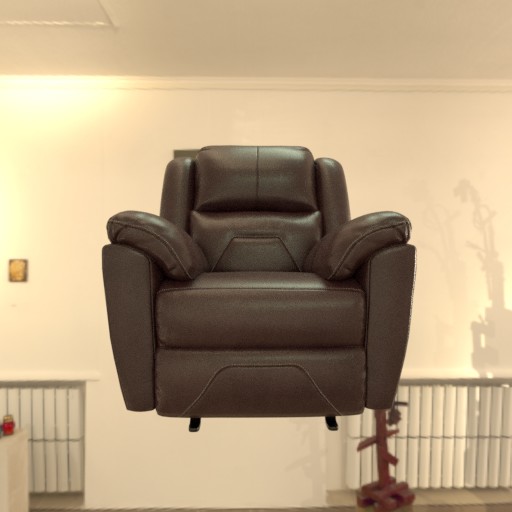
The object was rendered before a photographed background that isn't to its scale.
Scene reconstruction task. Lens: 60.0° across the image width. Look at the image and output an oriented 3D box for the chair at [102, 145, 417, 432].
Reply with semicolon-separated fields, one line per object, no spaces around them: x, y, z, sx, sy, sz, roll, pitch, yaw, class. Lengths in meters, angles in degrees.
0.000;0.000;1.830;0.990;1.093;1.041;0;1;-1;chair
